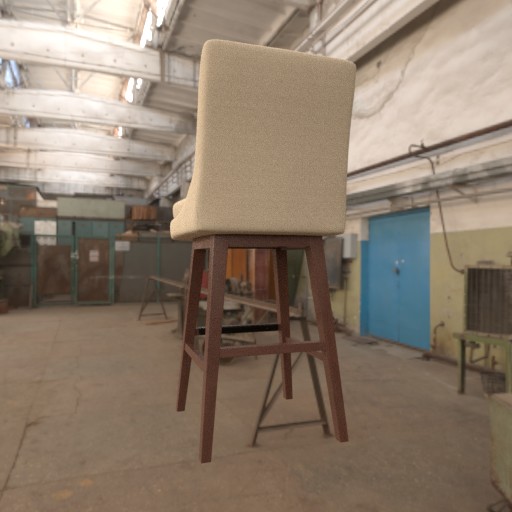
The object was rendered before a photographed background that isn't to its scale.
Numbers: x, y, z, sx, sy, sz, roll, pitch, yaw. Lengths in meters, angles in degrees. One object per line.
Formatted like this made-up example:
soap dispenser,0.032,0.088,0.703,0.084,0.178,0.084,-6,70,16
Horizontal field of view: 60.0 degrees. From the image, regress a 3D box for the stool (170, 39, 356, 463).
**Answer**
stool,0.000,0.000,1.416,0.483,1.093,0.559,0,0,-19
